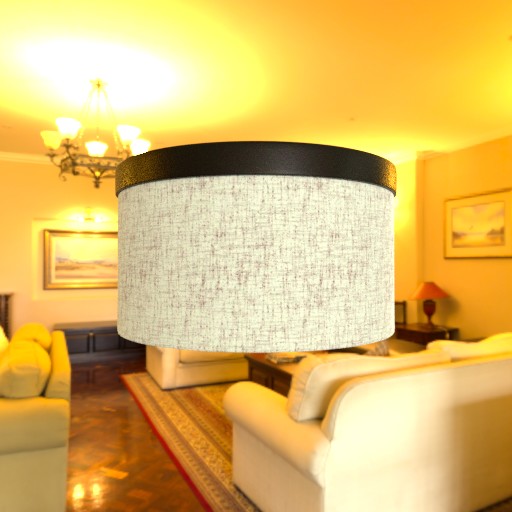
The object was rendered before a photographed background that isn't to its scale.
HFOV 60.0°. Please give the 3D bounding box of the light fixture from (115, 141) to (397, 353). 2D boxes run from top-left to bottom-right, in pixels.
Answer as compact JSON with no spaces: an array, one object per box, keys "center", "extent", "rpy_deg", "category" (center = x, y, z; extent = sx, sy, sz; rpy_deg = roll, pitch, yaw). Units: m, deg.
[{"center":[0.000,0.000,0.642],"extent":[0.389,0.229,0.389],"rpy_deg":[0,-1,0],"category":"light fixture"}]
